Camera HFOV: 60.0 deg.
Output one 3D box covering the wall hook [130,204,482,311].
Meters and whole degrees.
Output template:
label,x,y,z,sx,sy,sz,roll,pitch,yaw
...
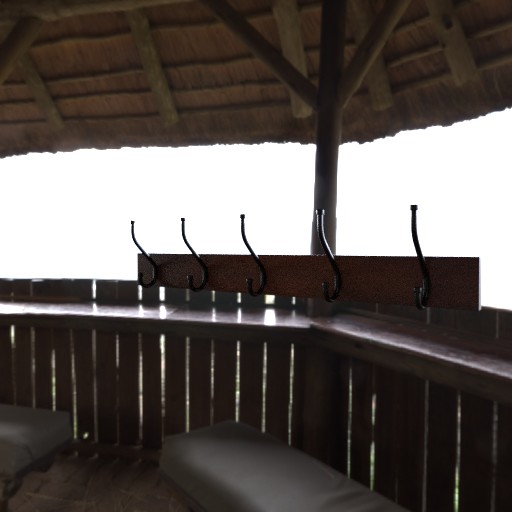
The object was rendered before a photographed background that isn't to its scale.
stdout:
label,x,y,z,sx,sy,sz,roll,pitch,yaw
wall hook,0.000,0.000,0.634,0.571,0.117,0.071,1,1,36
